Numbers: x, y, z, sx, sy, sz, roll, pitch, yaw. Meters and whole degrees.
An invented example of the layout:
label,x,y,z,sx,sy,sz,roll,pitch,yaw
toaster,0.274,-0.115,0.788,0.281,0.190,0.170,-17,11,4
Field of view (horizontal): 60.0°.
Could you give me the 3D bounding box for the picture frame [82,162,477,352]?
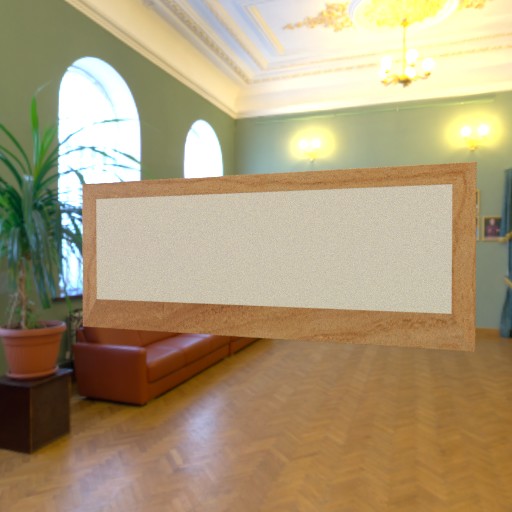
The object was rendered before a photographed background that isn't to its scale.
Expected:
label,x,y,z,sx,sy,sz,roll,pitch,yaw
picture frame,0.000,0.000,0.656,0.582,0.234,0.045,0,1,18
